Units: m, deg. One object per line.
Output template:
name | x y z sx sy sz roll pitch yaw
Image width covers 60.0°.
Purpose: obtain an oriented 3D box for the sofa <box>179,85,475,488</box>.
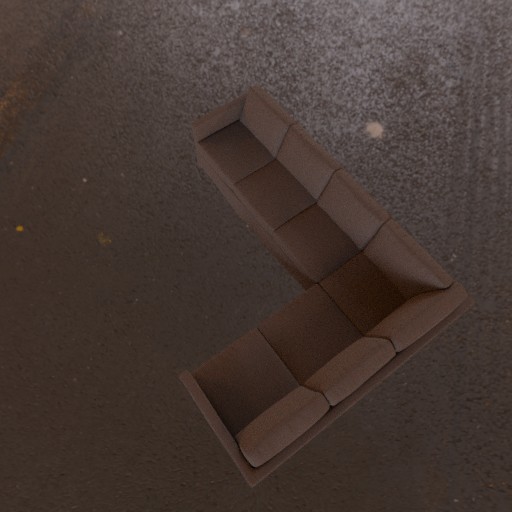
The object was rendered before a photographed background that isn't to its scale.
sofa | 0.000 0.000 4.301 2.432 0.871 3.182 -33 69 -15
